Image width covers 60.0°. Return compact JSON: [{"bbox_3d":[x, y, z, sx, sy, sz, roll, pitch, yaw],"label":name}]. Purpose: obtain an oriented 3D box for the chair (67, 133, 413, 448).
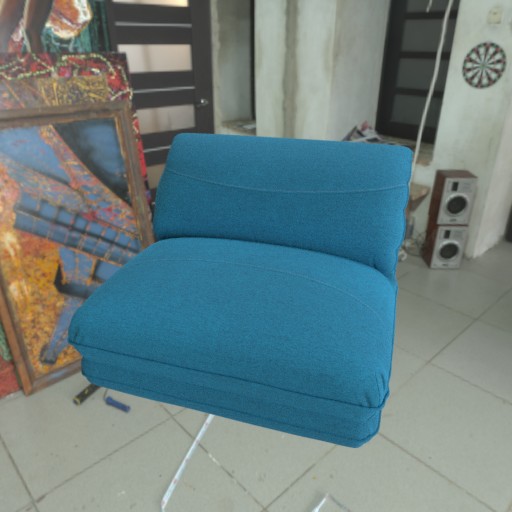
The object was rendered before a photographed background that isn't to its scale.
[{"bbox_3d":[0.000,0.000,1.296,0.820,0.580,0.780,8,27,16],"label":"chair"}]
